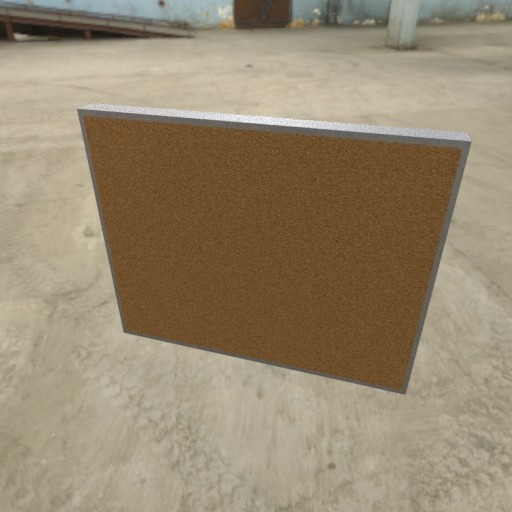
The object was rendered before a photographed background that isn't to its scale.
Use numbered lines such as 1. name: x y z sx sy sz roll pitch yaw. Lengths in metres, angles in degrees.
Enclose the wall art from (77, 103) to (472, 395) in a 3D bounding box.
1. wall art: 0.000 0.000 0.740 0.557 0.450 0.037 9 33 14
